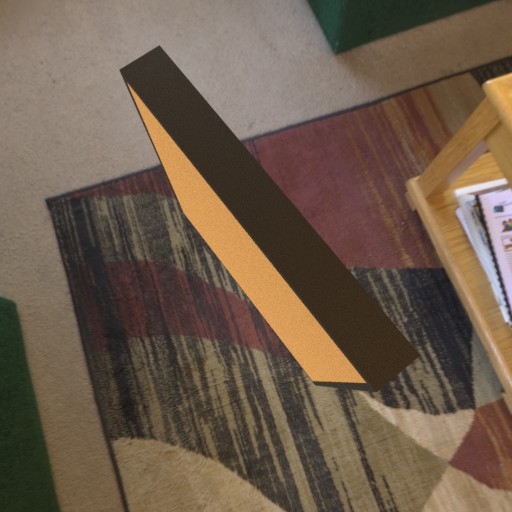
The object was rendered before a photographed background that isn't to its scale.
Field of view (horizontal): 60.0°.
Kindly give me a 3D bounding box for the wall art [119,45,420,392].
[{"bbox_3d":[0.000,0.000,0.464,0.038,0.304,0.304,-36,78,-9],"label":"wall art"}]
